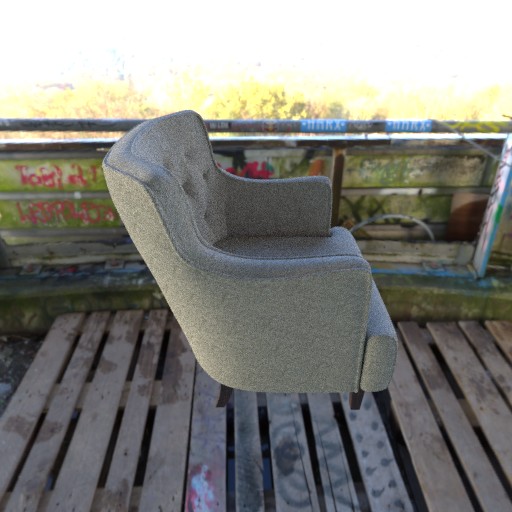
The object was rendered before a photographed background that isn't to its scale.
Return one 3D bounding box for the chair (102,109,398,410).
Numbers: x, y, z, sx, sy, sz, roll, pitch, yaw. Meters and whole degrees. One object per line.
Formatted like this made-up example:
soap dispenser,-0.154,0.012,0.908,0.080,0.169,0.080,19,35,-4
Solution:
chair,0.000,0.000,1.683,0.910,0.920,0.820,0,30,-1
